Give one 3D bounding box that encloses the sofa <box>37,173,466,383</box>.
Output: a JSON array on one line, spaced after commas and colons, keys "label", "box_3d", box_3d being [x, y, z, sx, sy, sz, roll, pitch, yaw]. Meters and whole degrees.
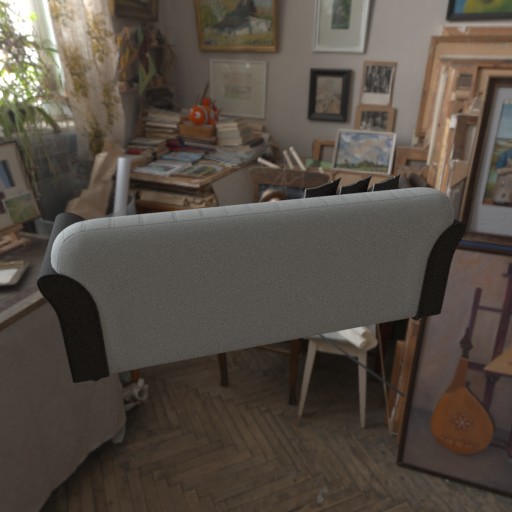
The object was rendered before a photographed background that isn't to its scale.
[{"label": "sofa", "box_3d": [0.000, 0.000, 2.379, 2.001, 0.787, 0.755, -7, 26, -15]}]
